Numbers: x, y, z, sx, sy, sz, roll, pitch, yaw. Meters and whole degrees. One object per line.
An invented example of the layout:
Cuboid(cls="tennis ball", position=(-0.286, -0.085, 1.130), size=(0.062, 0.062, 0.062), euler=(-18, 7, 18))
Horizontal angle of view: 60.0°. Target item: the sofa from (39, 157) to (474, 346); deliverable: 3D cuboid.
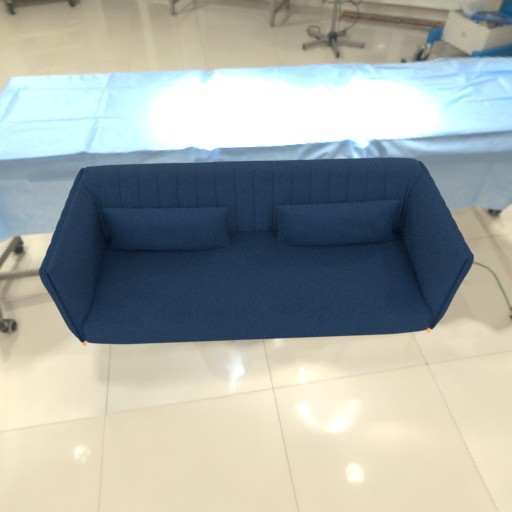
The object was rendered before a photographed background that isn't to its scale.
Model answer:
Cuboid(cls="sofa", position=(0.000, 0.000, 2.625), size=(2.136, 0.793, 0.896), euler=(-2, 47, -2))
